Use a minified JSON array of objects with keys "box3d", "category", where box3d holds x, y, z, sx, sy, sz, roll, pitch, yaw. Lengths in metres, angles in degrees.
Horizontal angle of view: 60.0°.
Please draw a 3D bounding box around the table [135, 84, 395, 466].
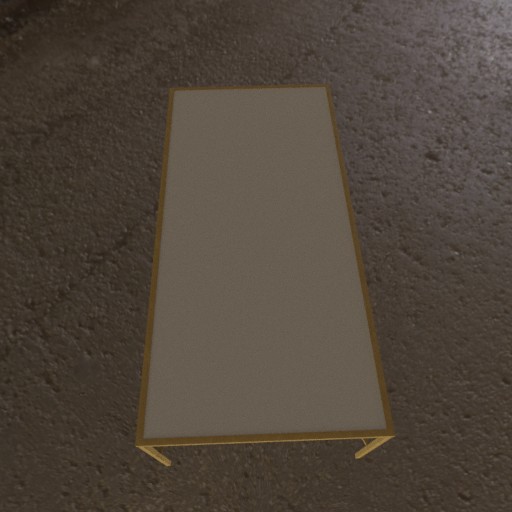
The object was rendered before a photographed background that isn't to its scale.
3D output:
[{"box3d":[0.000,0.000,1.470,0.580,0.398,1.206,-2,59,-1],"category":"table"}]
